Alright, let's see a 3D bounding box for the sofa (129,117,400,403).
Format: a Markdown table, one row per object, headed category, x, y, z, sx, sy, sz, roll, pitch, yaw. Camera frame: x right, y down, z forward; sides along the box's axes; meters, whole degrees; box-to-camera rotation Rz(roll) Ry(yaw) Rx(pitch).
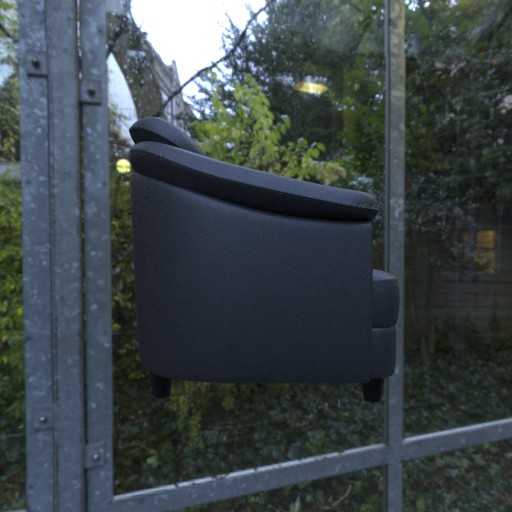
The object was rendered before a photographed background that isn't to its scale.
| category | x | y | z | sx | sy | sz | roll | pitch | yaw |
| --- | --- | --- | --- | --- | --- | --- | --- | --- | --- |
| sofa | 0.000 | 0.000 | 1.506 | 0.794 | 0.811 | 0.870 | 0 | 1 | -1 |
